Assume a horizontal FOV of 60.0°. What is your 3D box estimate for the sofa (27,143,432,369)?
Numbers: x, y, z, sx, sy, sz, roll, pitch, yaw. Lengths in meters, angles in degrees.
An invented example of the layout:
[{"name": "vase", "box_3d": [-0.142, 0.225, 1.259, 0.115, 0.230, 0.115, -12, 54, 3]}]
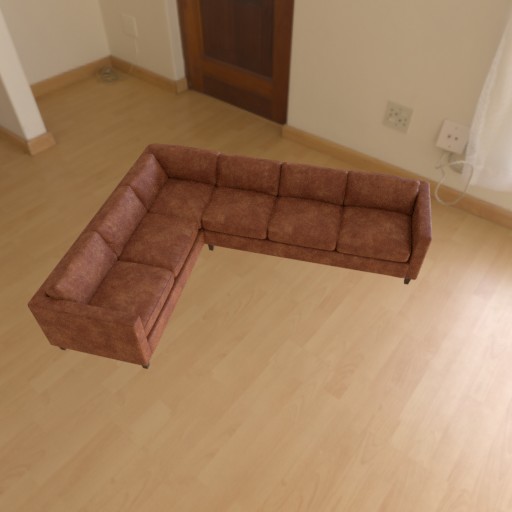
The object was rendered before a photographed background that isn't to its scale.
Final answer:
[{"name": "sofa", "box_3d": [0.000, 0.000, 4.261, 3.150, 0.838, 2.438, 10, 47, 9]}]
